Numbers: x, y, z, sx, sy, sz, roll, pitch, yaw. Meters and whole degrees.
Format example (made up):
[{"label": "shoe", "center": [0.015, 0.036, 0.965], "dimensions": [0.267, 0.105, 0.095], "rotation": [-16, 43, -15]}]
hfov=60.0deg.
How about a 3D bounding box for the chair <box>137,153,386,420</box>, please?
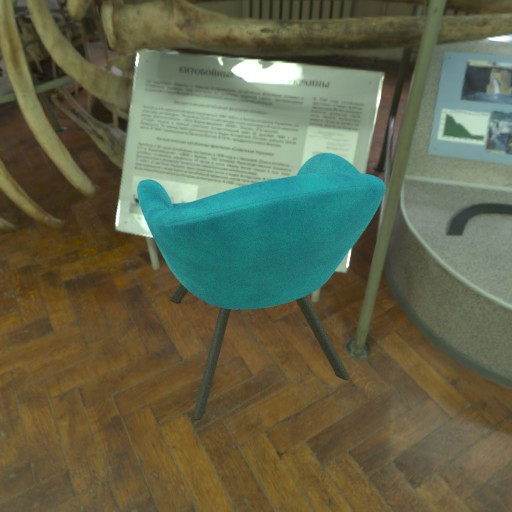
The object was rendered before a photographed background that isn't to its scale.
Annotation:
[{"label": "chair", "center": [0.000, 0.000, 1.204], "dimensions": [0.550, 0.795, 0.590], "rotation": [-11, 43, -12]}]
